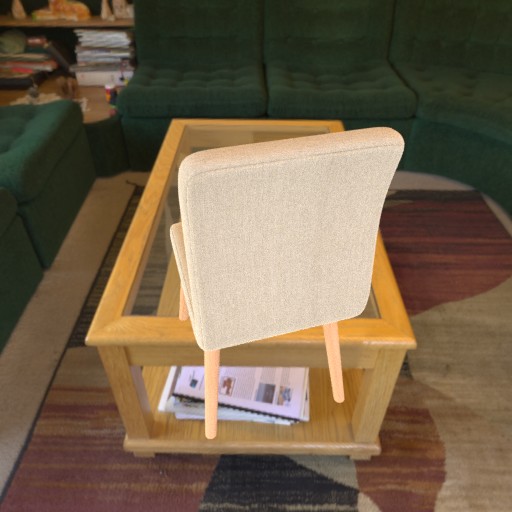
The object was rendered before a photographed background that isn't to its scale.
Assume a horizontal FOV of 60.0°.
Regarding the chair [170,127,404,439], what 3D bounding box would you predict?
[{"bbox_3d":[0.000,0.000,1.200,0.435,0.885,0.550,-11,41,-13],"label":"chair"}]
